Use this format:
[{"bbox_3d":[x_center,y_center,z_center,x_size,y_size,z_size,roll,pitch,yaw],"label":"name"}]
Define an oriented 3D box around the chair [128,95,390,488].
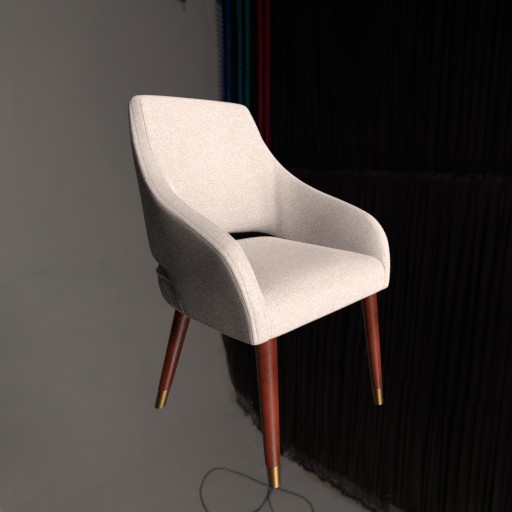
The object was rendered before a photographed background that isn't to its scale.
[{"bbox_3d":[0.000,0.000,1.261,0.600,0.889,0.609,13,19,43],"label":"chair"}]
